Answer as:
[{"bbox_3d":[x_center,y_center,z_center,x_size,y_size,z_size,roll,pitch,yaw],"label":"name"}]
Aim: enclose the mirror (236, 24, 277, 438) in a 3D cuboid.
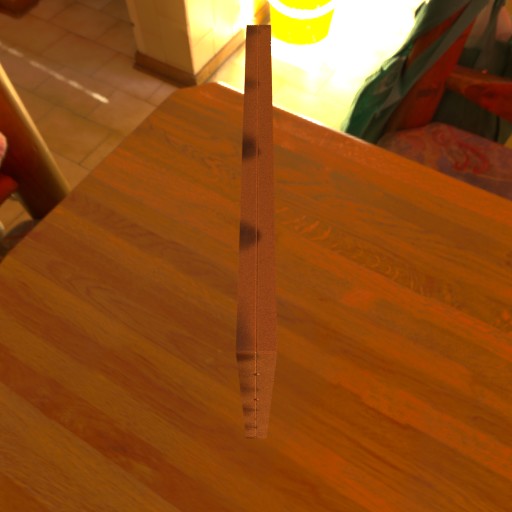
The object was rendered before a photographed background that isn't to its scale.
[{"bbox_3d":[0.000,0.000,0.755,0.042,0.507,0.509,0,59,0],"label":"mirror"}]
